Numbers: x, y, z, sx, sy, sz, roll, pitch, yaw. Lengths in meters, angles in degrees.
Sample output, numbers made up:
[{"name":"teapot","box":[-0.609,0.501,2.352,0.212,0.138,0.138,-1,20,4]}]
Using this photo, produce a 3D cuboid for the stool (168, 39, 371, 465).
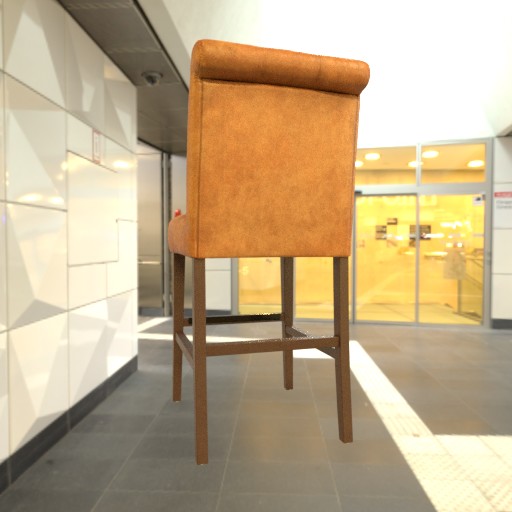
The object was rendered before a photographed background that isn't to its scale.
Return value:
[{"name":"stool","box":[0.000,0.000,1.369,0.493,1.047,0.601,0,2,-17]}]
